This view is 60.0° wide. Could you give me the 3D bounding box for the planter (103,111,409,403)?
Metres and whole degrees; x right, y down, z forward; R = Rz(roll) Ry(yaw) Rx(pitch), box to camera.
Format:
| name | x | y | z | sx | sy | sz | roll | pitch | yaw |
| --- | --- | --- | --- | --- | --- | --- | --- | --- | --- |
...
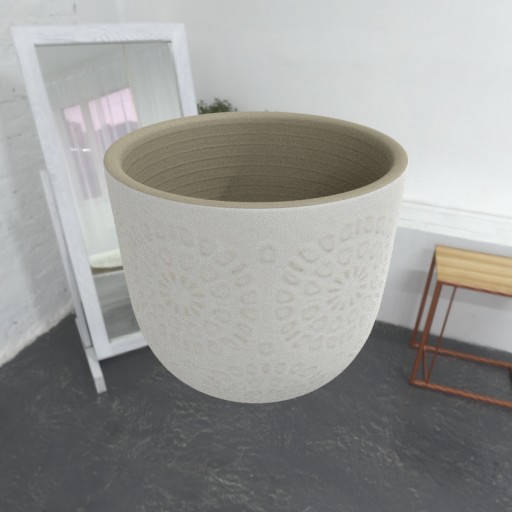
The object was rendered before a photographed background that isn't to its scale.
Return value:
| name | x | y | z | sx | sy | sz | roll | pitch | yaw |
| --- | --- | --- | --- | --- | --- | --- | --- | --- | --- |
| planter | 0.000 | 0.000 | 0.215 | 0.124 | 0.109 | 0.124 | 0 | 31 | 0 |
